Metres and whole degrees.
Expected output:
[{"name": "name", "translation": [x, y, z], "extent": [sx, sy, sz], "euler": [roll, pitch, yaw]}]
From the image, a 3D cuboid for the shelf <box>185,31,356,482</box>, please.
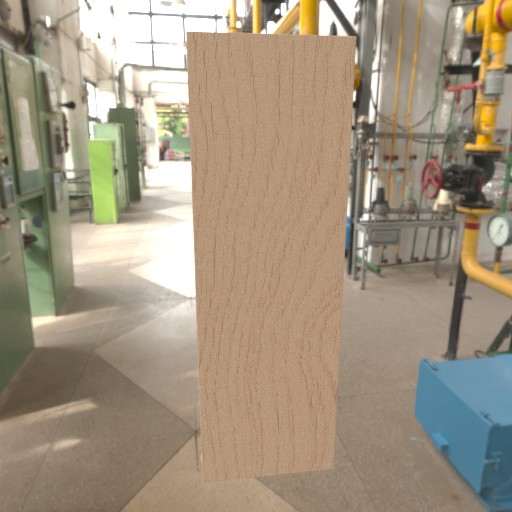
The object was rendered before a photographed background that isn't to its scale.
[{"name": "shelf", "translation": [0.000, 0.000, 0.721], "extent": [0.200, 0.600, 0.290], "euler": [-2, 15, -8]}]
